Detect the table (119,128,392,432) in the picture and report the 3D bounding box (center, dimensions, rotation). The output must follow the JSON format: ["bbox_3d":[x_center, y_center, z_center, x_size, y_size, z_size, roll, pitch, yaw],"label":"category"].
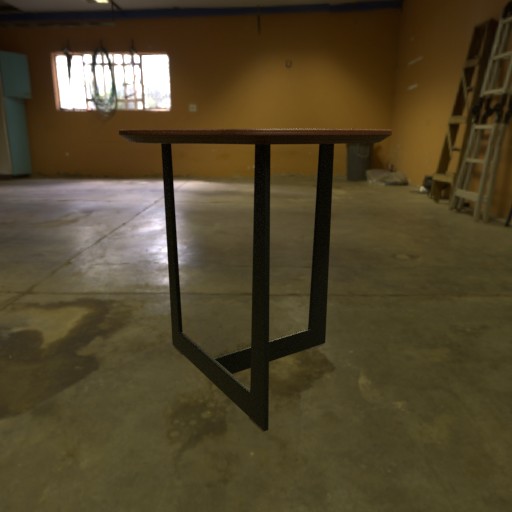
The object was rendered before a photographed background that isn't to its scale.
[{"bbox_3d":[0.000,0.000,0.872,0.494,0.476,0.477,-14,21,-42],"label":"table"}]
